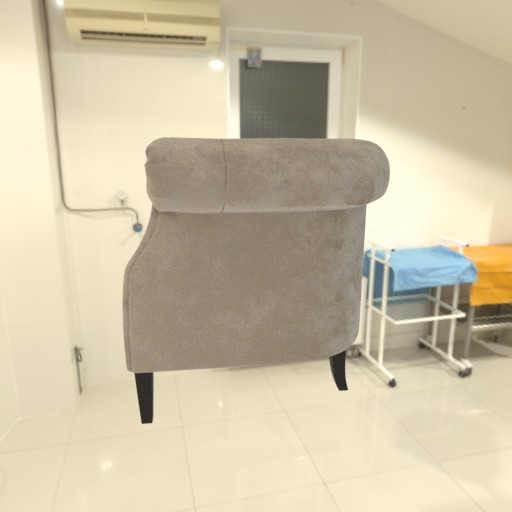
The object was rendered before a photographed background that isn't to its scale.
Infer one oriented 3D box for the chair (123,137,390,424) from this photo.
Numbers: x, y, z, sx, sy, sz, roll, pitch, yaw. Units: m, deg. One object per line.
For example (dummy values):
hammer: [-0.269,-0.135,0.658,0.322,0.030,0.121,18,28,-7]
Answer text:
chair: [0.000,0.000,1.610,0.851,0.826,0.904,-2,14,-7]
